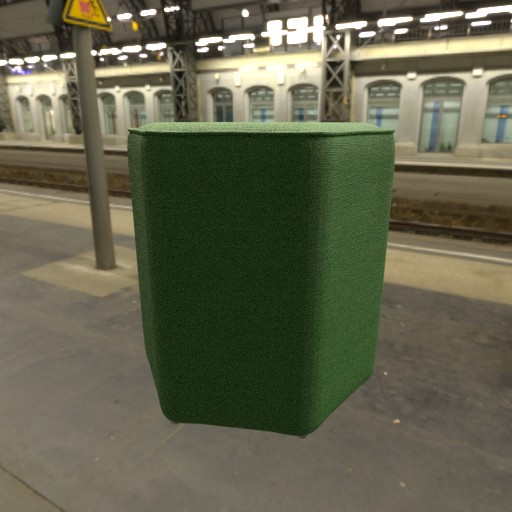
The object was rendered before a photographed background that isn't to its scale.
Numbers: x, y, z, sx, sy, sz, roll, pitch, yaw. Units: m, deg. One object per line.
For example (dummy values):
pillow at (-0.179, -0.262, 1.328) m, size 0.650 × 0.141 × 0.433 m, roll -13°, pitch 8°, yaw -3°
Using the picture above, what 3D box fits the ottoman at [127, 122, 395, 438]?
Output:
ottoman at (0.000, 0.000, 0.879) m, size 0.499 × 0.507 × 0.444 m, roll 3°, pitch 17°, yaw 9°
